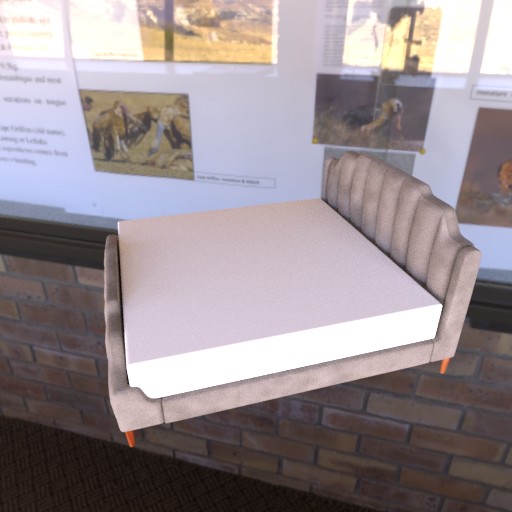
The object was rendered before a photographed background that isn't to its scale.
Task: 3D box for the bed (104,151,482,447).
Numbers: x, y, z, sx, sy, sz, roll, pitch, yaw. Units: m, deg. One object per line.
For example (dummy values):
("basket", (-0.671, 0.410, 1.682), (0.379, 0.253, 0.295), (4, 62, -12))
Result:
("bed", (0.000, 0.000, 3.510), (2.340, 1.245, 2.074), (-8, 30, -14))
